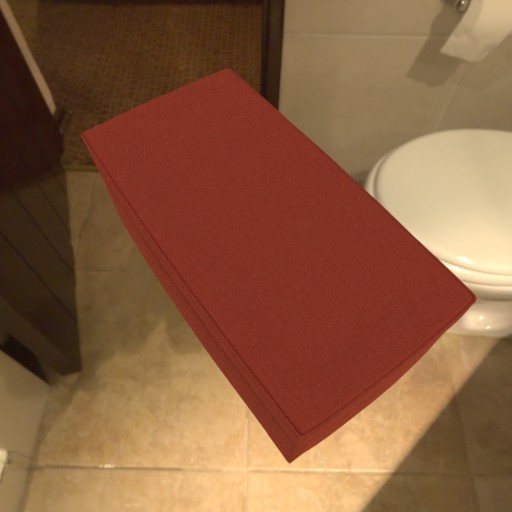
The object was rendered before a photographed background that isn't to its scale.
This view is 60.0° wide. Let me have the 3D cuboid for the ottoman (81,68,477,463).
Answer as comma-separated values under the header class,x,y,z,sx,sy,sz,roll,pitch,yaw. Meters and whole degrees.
class,x,y,z,sx,sy,sz,roll,pitch,yaw
ottoman,0.000,0.000,1.221,0.497,0.454,0.948,-32,64,-18
